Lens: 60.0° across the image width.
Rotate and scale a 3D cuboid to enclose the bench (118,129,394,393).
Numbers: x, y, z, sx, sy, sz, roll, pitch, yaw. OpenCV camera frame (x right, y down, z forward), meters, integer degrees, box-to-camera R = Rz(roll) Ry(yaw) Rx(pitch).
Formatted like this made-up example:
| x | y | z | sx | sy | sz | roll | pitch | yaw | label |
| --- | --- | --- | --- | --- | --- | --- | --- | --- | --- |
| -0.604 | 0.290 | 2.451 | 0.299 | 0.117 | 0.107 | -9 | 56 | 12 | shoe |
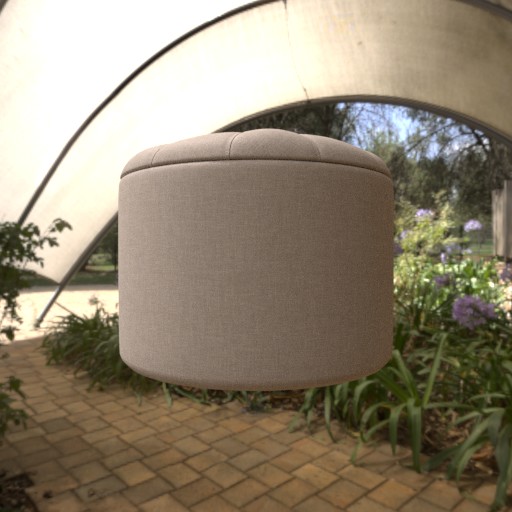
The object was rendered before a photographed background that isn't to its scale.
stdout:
| x | y | z | sx | sy | sz | roll | pitch | yaw | label |
| --- | --- | --- | --- | --- | --- | --- | --- | --- | --- |
| 0.000 | 0.000 | 1.011 | 0.600 | 0.453 | 0.600 | 0 | 0 | 0 | bench |
